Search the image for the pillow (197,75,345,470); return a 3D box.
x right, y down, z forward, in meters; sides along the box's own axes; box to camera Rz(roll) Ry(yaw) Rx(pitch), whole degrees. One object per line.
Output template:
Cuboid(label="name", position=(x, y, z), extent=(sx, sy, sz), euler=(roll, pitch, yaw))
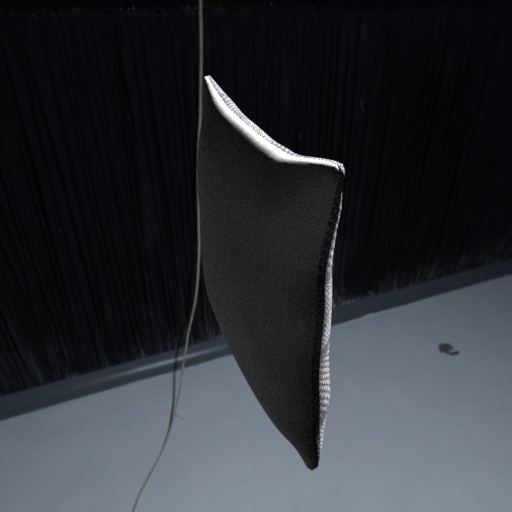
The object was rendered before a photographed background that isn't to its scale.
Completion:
Cuboid(label="pillow", position=(0.000, 0.000, 0.654), extent=(0.138, 0.432, 0.435), euler=(-11, 34, -17))
